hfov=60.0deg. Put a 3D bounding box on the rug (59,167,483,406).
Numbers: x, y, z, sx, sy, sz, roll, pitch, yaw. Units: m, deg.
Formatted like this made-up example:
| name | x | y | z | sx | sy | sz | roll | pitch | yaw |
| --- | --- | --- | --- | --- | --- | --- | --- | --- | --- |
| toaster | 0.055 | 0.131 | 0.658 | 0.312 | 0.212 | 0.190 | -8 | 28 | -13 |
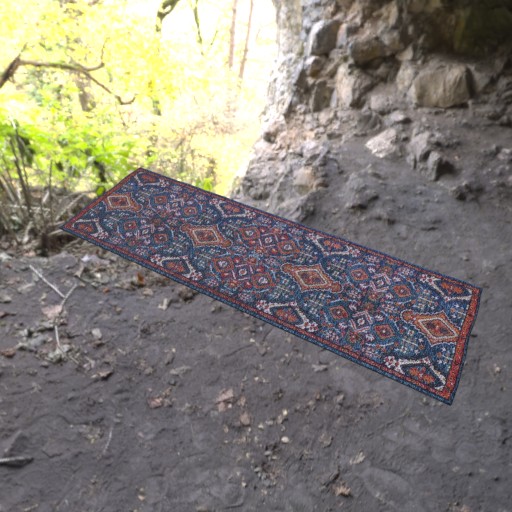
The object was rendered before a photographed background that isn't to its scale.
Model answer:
| name | x | y | z | sx | sy | sz | roll | pitch | yaw |
| --- | --- | --- | --- | --- | --- | --- | --- | --- | --- |
| rug | 0.000 | 0.000 | 2.644 | 2.459 | 0.010 | 0.801 | 22 | 49 | 21 |
